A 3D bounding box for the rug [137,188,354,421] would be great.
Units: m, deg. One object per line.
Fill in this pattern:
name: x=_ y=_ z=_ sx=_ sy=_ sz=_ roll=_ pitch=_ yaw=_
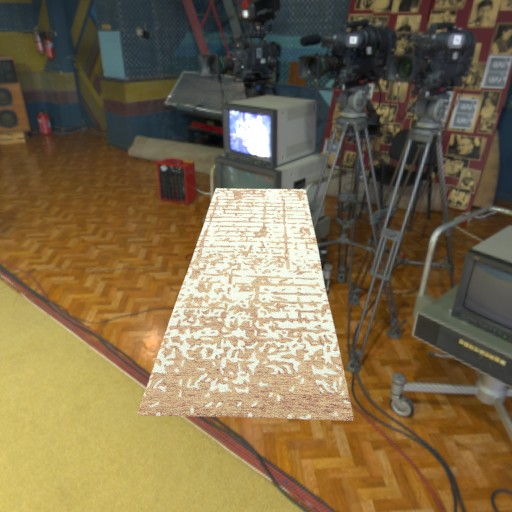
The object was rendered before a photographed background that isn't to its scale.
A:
rug: x=0.000 y=0.000 z=2.609 sx=0.750 sy=0.011 sz=2.435 roll=1 pitch=27 yaw=2
